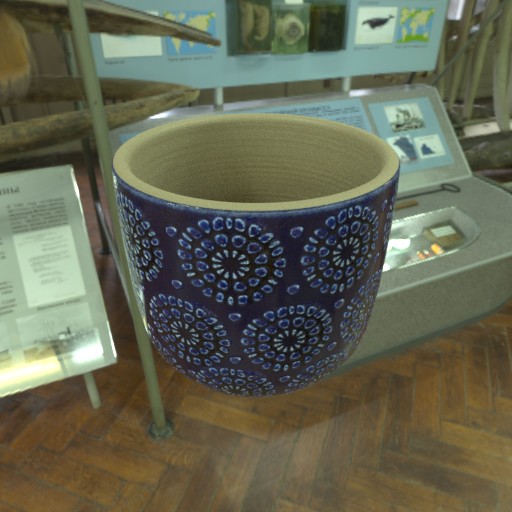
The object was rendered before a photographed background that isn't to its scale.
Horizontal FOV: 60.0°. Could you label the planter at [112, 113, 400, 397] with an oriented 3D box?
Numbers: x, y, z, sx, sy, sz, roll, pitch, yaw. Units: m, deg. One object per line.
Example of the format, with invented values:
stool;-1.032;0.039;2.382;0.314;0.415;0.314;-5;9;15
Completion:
planter;0.000;0.000;0.298;0.165;0.149;0.165;0;32;0
